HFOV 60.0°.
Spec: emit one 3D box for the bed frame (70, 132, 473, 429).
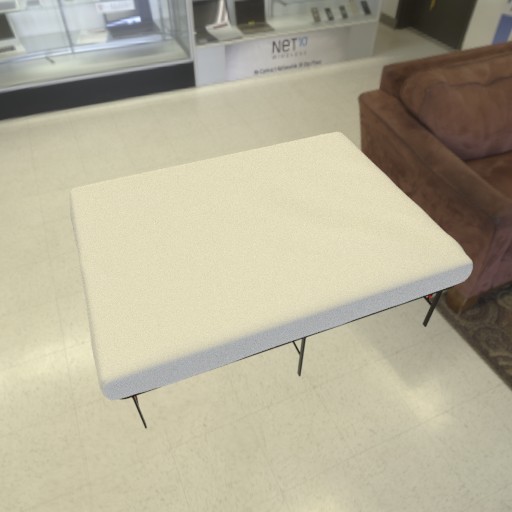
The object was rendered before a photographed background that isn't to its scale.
[{"bbox_3d":[0.000,0.000,2.939,2.151,0.667,1.584,-16,48,-15],"label":"bed frame"}]
